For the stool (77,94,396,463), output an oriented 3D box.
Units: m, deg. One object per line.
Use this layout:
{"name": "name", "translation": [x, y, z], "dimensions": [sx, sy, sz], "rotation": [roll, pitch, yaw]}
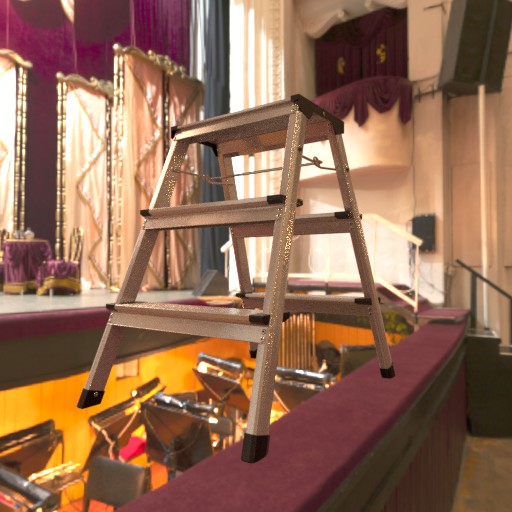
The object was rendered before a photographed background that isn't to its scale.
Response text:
{"name": "stool", "translation": [0.000, 0.000, 1.011], "dimensions": [0.437, 0.605, 0.622], "rotation": [-1, -2, 36]}
